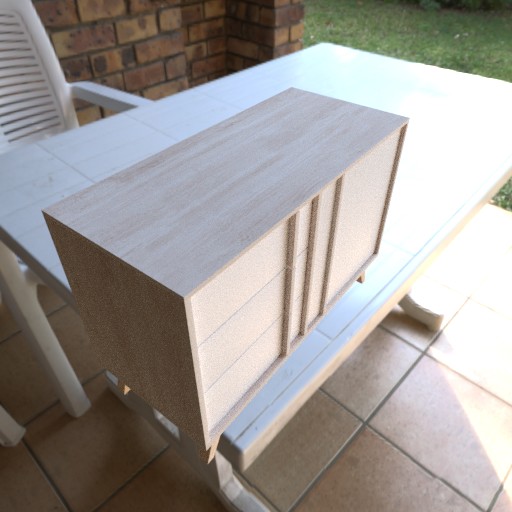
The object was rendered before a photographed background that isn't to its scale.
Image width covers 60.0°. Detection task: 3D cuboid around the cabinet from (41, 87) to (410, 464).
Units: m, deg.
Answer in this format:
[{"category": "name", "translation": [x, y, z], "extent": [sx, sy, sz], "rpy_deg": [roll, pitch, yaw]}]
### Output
[{"category": "cabinet", "translation": [0.000, 0.000, 1.579], "extent": [0.500, 0.780, 1.110], "rpy_deg": [27, 47, 28]}]
